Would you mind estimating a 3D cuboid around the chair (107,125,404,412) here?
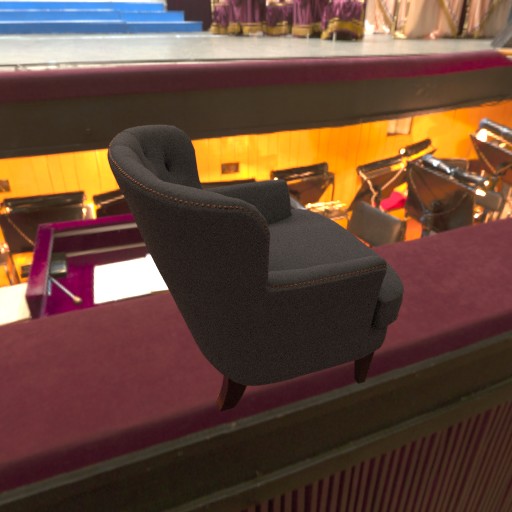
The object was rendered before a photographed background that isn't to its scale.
[{"bbox_3d":[0.000,0.000,1.608,0.906,0.868,0.848,-10,31,-18],"label":"chair"}]
